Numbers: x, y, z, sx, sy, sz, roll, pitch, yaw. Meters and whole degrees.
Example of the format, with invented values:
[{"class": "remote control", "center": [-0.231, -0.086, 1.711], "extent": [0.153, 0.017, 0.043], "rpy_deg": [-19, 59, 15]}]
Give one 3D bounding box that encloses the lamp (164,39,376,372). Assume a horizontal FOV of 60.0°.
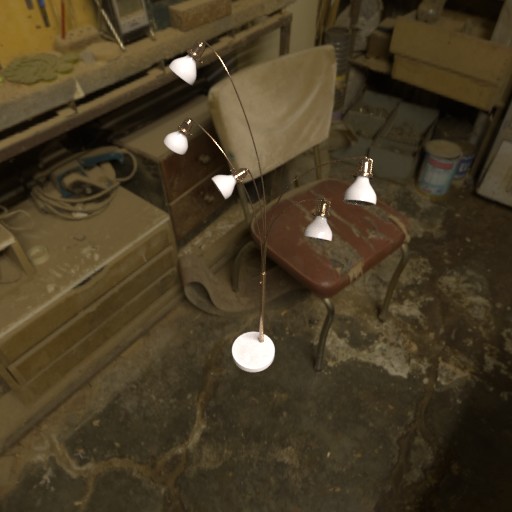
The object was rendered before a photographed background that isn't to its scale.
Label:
[{"class": "lamp", "center": [0.000, 0.000, 2.886], "extent": [1.405, 2.423, 0.361], "rpy_deg": [32, 54, 27]}]
